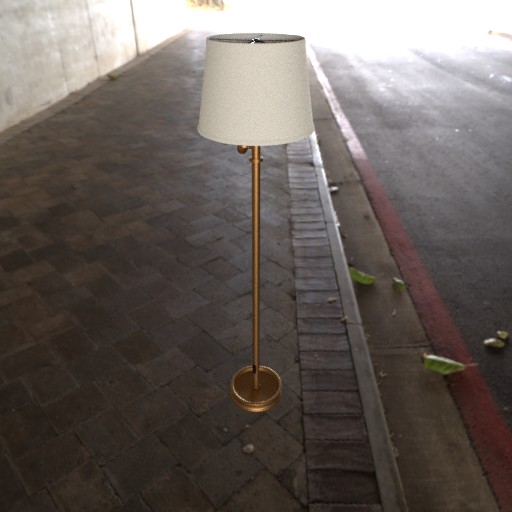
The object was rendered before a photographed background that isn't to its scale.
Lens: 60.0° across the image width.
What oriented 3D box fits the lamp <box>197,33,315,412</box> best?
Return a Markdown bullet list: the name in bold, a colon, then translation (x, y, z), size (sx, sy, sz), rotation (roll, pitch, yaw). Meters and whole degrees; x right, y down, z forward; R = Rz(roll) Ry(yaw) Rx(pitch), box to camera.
- **lamp**: translation (0.000, 0.000, 0.800), size (0.178, 0.710, 0.178), rotation (0, 32, 0)
